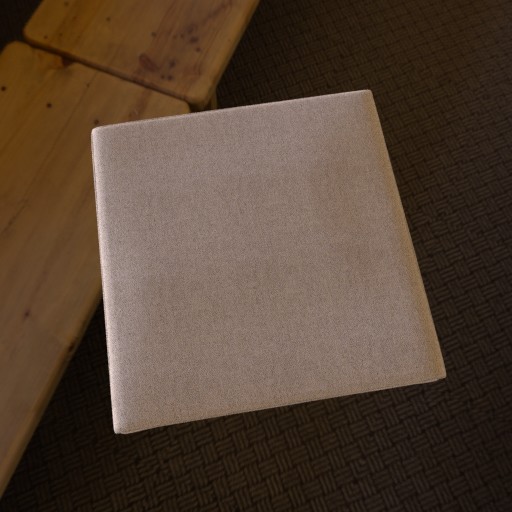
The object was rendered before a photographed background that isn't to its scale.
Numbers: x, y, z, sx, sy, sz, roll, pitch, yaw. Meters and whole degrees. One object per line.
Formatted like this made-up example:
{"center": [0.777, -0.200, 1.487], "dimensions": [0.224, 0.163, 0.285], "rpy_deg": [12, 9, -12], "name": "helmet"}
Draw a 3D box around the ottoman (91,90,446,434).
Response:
{"center": [0.000, 0.000, 1.522], "dimensions": [0.973, 0.381, 0.982], "rpy_deg": [-9, 75, -2], "name": "ottoman"}
